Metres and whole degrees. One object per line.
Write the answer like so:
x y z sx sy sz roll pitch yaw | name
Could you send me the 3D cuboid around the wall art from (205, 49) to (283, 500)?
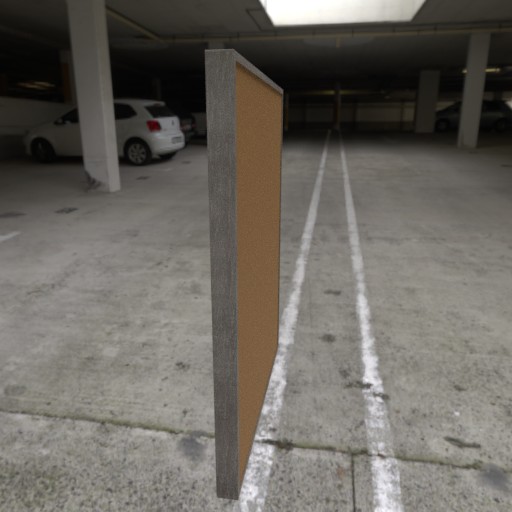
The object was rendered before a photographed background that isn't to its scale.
0.000 0.000 0.690 0.032 0.521 0.421 3 16 9 | wall art
